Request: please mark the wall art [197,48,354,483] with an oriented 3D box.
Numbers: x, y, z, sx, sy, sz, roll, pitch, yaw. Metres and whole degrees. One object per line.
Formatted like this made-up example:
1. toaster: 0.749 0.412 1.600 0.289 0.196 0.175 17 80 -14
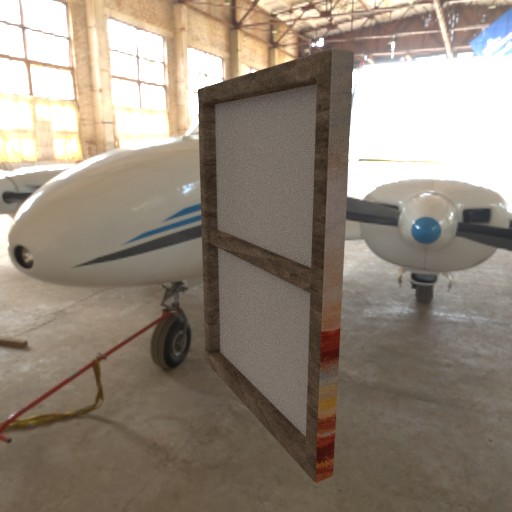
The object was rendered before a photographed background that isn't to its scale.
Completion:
1. wall art: 0.000 0.000 0.789 0.035 0.605 0.443 -7 16 -27
